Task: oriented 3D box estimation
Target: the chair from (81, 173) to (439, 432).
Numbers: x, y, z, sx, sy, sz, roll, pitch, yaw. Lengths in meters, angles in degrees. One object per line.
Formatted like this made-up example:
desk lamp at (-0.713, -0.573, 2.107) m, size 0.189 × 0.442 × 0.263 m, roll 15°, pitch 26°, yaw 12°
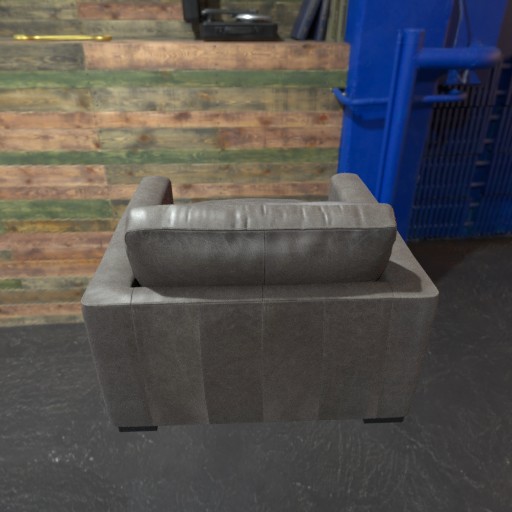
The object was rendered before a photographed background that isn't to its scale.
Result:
chair at (0.000, 0.000, 1.820) m, size 1.106 × 0.807 × 1.080 m, roll -1°, pitch 30°, yaw -2°
